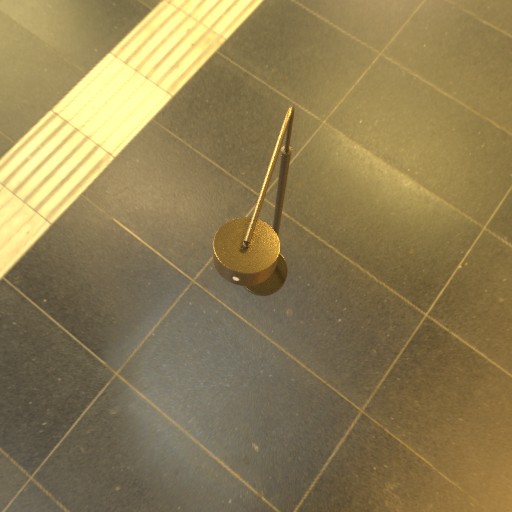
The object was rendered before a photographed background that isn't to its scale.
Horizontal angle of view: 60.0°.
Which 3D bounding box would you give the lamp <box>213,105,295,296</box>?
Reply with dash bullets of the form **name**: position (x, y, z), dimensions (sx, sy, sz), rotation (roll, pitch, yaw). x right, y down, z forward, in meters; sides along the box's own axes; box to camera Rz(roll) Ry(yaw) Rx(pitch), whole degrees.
- **lamp**: position (0.000, 0.000, 1.381), dimensions (0.219, 1.230, 0.418), rotation (17, 75, 5)
